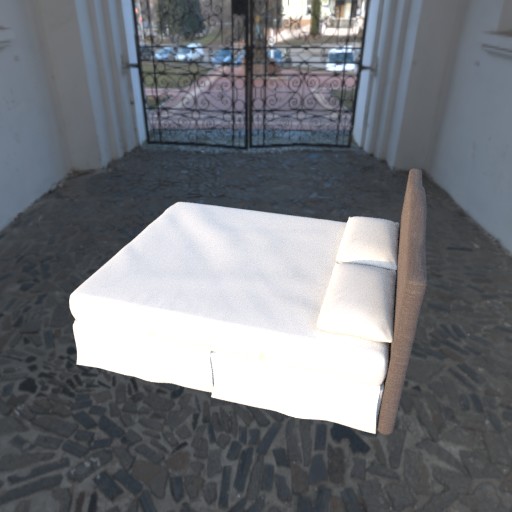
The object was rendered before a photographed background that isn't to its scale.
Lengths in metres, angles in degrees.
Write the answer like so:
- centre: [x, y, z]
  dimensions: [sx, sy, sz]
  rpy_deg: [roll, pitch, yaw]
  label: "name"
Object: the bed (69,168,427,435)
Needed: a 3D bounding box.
- centre: [0.000, 0.000, 4.042]
  dimensions: [2.689, 1.457, 2.161]
  rpy_deg: [9, 31, 15]
  label: "bed"
